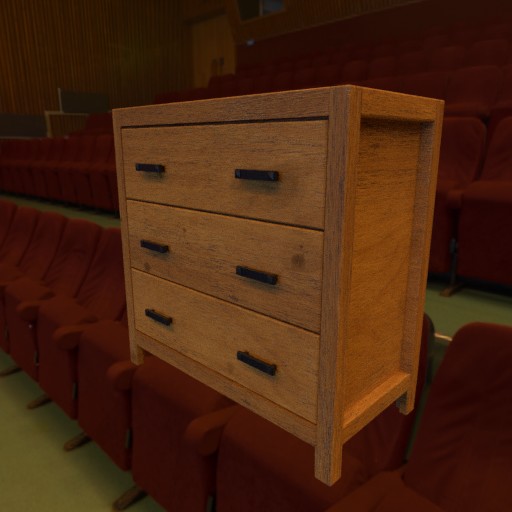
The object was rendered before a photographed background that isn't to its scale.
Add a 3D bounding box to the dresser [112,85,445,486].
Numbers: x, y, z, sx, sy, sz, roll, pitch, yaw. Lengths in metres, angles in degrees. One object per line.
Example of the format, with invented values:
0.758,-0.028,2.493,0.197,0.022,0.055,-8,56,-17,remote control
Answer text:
0.000,0.000,1.244,0.804,0.804,0.427,13,20,42,dresser
